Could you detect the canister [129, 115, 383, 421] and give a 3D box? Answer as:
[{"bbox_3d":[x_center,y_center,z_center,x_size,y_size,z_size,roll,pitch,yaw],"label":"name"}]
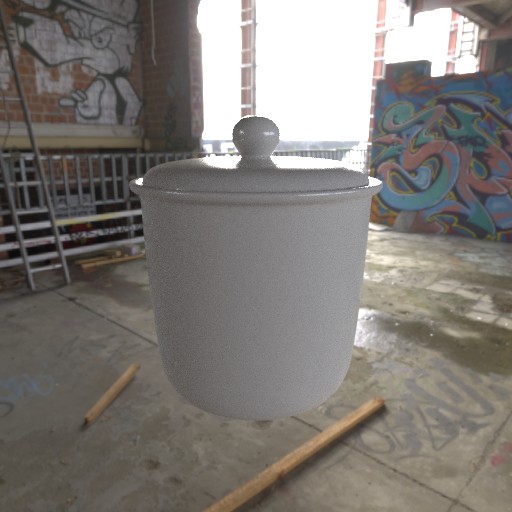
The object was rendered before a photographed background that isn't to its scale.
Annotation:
[{"bbox_3d":[0.000,0.000,0.343,0.182,0.208,0.182,0,15,0],"label":"canister"}]
